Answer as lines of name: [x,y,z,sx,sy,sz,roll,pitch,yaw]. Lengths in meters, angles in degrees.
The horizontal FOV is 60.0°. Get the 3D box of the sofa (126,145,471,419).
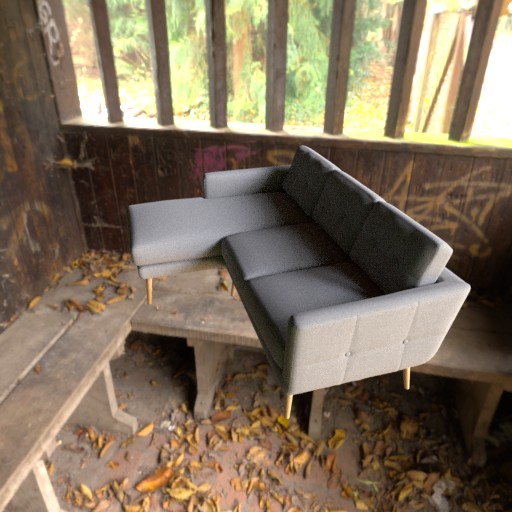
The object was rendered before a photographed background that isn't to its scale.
sofa: [0.000,0.000,2.810,1.530,0.860,2.040,-8,31,-14]
